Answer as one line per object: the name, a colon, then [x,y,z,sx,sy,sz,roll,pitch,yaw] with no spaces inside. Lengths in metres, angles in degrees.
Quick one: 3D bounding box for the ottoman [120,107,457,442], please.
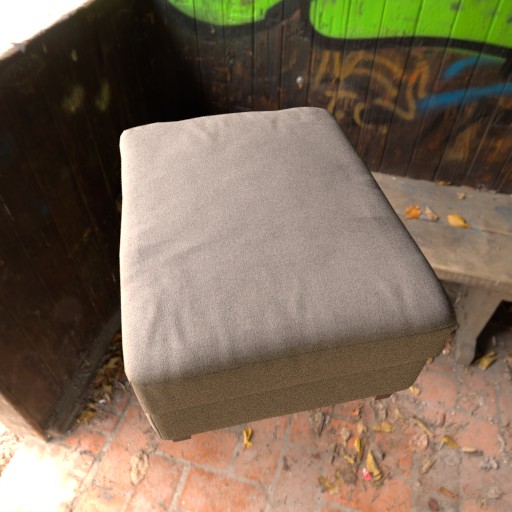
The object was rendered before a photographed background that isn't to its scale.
ottoman: [0.000,0.000,1.286,0.692,0.511,0.902,-9,48,-8]
